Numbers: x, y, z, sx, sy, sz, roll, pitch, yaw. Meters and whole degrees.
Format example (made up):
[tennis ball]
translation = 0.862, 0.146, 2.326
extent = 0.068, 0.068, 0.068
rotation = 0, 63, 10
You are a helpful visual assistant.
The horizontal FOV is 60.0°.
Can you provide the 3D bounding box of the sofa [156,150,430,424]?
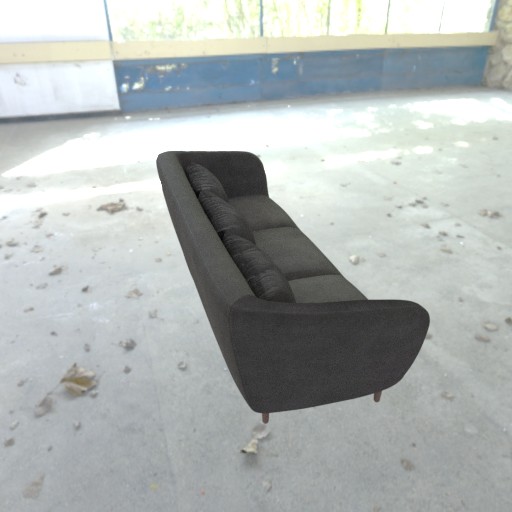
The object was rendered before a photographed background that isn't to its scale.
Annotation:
[sofa]
translation = 0.000, 0.000, 2.754
extent = 0.956, 0.875, 2.296
rotation = -9, 31, -16
